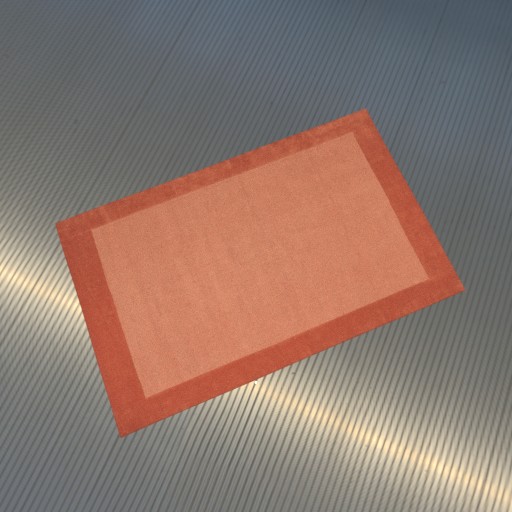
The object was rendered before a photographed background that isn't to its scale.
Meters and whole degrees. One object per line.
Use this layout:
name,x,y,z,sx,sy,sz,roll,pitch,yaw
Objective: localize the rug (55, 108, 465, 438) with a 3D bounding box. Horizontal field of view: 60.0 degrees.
rug,0.000,0.000,3.057,2.438,0.014,1.524,-22,75,-6
